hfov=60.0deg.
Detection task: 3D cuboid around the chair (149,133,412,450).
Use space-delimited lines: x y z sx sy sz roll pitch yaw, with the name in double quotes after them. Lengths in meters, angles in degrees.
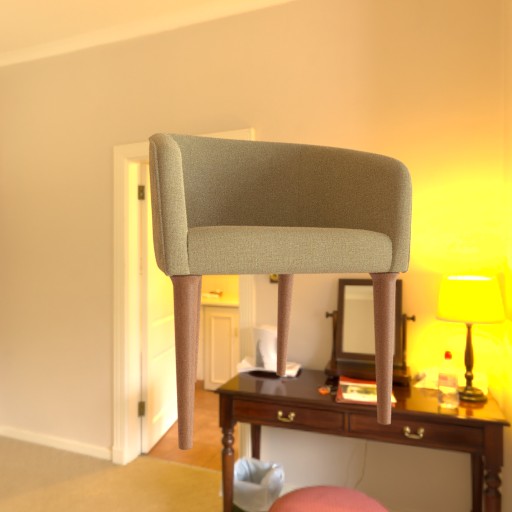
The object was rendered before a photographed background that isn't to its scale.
0.000 0.000 1.211 0.584 0.775 0.616 0 0 -17 "chair"
